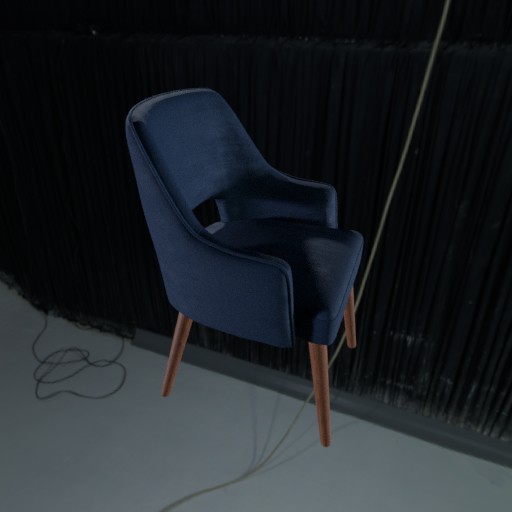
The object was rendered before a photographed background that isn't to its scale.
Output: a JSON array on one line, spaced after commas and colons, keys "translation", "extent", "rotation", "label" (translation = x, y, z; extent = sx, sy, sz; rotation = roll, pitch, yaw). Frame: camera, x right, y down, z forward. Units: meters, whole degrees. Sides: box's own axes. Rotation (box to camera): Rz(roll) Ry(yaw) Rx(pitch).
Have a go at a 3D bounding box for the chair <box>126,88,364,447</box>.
[{"translation": [0.000, 0.000, 1.265], "extent": [0.591, 0.844, 0.559], "rotation": [10, 31, 17], "label": "chair"}]
